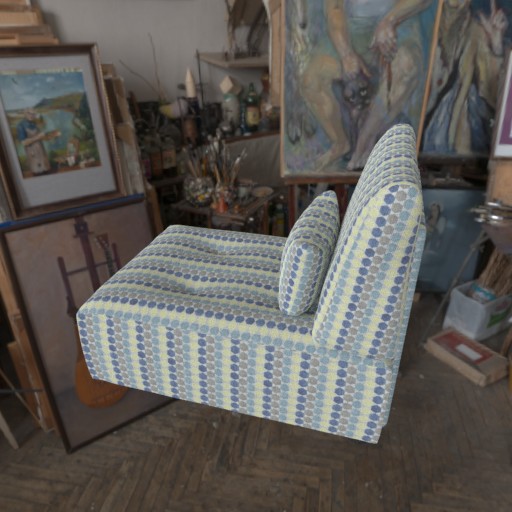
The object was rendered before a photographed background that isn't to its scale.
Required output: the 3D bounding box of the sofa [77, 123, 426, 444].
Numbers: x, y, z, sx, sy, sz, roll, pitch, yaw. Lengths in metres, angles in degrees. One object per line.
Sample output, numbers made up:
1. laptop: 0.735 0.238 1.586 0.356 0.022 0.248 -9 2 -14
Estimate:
1. sofa: 0.000 0.000 1.529 1.000 0.820 0.700 8 29 14
